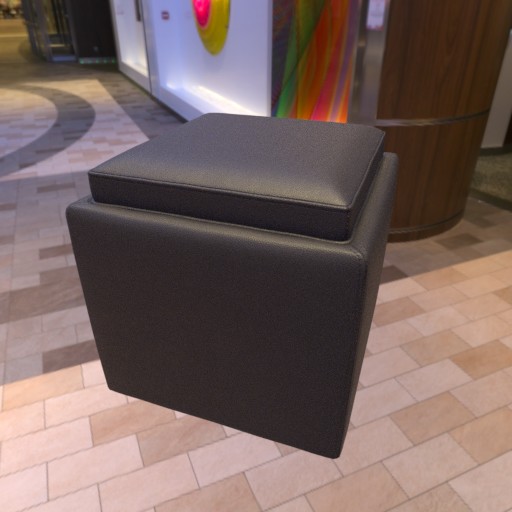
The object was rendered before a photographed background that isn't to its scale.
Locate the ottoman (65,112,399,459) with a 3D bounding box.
[{"bbox_3d":[0.000,0.000,0.829,0.450,0.460,0.451,10,31,17],"label":"ottoman"}]
